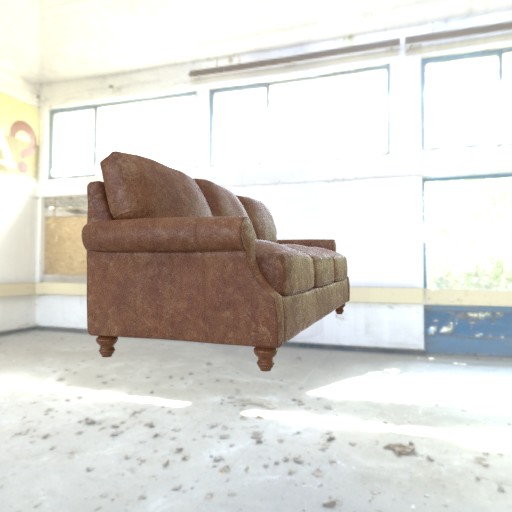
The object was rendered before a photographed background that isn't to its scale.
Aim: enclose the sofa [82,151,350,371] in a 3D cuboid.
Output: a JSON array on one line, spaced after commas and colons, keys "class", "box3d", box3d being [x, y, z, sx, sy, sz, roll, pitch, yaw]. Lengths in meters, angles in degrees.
[{"class": "sofa", "box3d": [0.000, 0.000, 2.947, 0.973, 0.977, 2.351, 0, 0, 19]}]
